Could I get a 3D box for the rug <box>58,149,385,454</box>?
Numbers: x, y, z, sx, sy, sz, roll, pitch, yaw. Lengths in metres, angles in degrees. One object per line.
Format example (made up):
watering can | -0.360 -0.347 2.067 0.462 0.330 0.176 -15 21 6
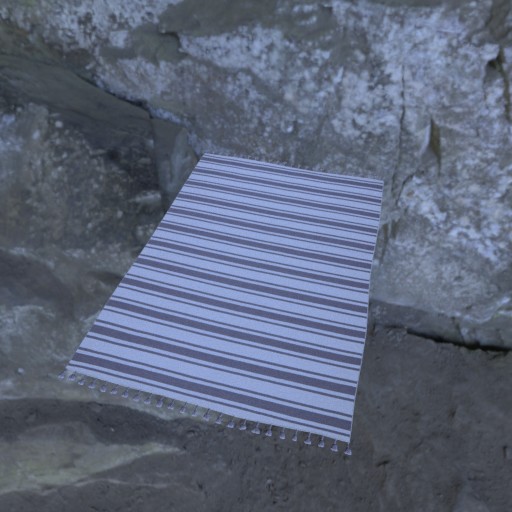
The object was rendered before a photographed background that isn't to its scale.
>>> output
rug | 0.000 0.000 3.900 2.030 0.017 3.040 11 47 11
